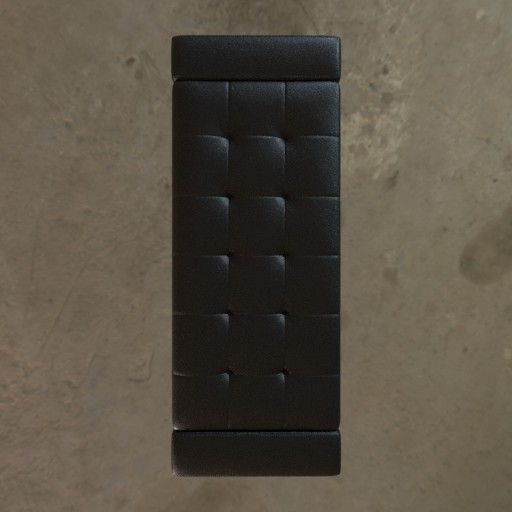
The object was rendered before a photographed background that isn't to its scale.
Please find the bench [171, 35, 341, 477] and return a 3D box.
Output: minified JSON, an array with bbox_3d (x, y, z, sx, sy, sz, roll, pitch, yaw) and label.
[{"bbox_3d":[0.000,0.000,1.499,0.508,0.445,1.296,0,90,0],"label":"bench"}]
